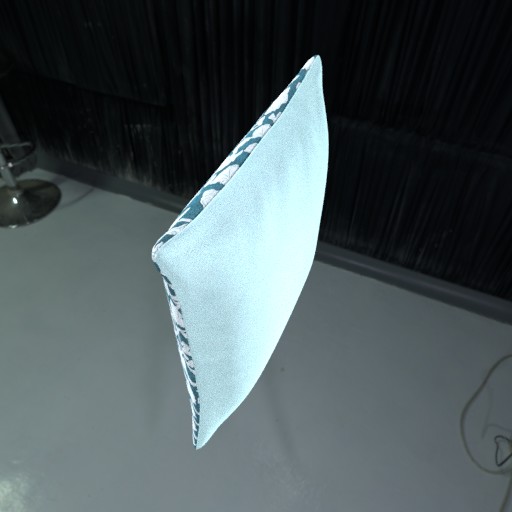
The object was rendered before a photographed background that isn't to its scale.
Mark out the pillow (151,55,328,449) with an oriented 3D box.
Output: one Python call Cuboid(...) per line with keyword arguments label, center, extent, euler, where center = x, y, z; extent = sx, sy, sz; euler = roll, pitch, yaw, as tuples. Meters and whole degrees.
Cuboid(label="pillow", center=(0.000, 0.000, 0.778), extent=(0.166, 0.508, 0.525), euler=(17, 48, 16))
